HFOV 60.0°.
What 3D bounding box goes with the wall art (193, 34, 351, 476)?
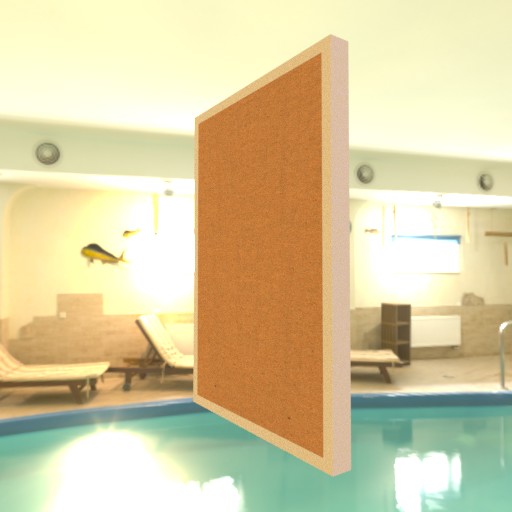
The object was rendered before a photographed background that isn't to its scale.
[{"bbox_3d":[0.000,0.000,0.556,0.025,0.428,0.293,1,-2,-35],"label":"wall art"}]
